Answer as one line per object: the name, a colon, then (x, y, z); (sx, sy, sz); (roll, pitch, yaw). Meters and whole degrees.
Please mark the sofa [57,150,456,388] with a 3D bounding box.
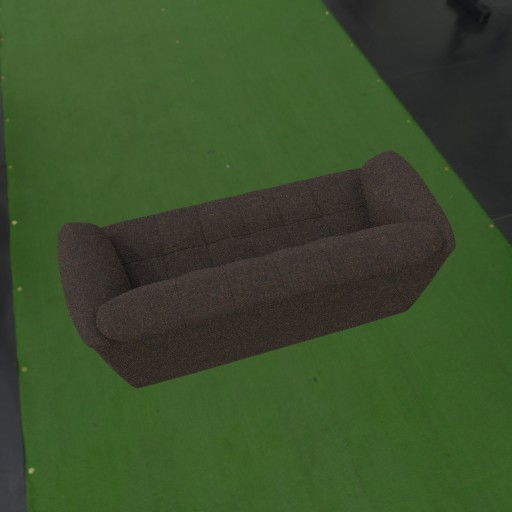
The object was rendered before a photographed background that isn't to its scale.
sofa: (0.000, 0.000, 2.294); (1.849, 0.790, 0.887); (-14, 59, -9)
